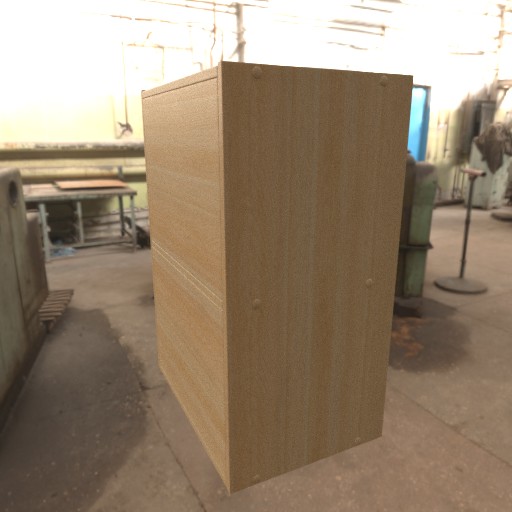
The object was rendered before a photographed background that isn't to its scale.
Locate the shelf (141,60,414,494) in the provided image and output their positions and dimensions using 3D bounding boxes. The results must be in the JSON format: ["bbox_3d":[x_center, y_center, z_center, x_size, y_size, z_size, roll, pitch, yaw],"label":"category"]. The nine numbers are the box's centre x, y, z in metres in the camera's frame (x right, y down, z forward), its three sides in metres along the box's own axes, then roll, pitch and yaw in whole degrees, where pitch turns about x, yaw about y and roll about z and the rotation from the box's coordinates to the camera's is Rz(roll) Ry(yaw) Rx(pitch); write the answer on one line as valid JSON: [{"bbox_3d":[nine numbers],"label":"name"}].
[{"bbox_3d":[0.000,0.000,0.813,0.290,0.592,0.414,-8,17,-25],"label":"shelf"}]
